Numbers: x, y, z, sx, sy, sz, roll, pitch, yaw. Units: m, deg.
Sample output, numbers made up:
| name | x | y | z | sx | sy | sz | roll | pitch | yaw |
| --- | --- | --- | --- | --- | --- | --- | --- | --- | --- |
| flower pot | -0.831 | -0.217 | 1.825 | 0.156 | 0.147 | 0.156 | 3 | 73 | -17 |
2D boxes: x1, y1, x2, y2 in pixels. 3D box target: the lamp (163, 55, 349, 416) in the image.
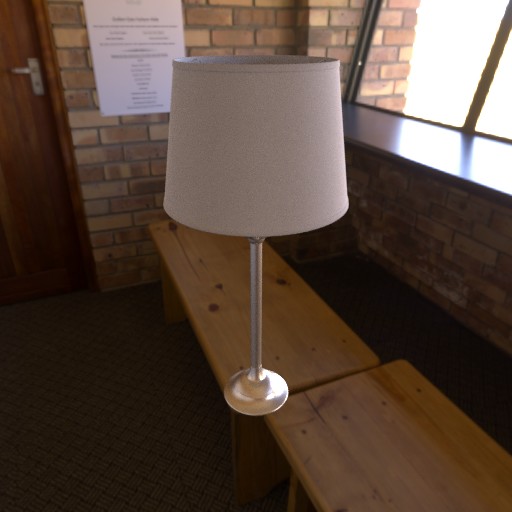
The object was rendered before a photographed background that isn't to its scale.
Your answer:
| name | x | y | z | sx | sy | sz | roll | pitch | yaw |
| --- | --- | --- | --- | --- | --- | --- | --- | --- | --- |
| lamp | 0.000 | 0.000 | 0.859 | 0.331 | 0.698 | 0.331 | 0 | 27 | 0 |
